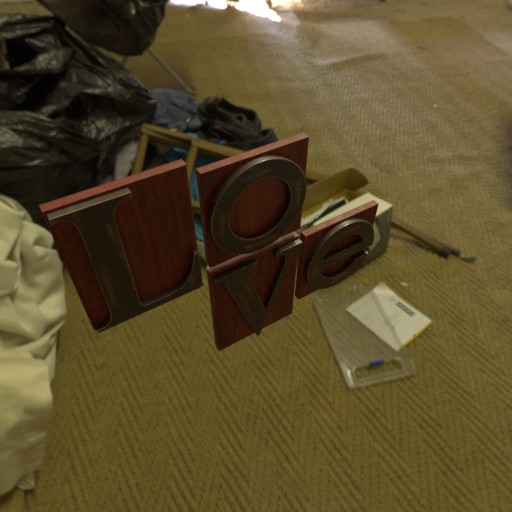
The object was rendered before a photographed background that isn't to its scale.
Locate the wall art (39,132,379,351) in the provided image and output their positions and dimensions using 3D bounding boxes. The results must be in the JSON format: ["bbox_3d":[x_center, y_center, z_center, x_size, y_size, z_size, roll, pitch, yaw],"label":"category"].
[{"bbox_3d":[0.000,0.000,0.850,0.635,0.497,0.030,-24,50,-22],"label":"wall art"}]
